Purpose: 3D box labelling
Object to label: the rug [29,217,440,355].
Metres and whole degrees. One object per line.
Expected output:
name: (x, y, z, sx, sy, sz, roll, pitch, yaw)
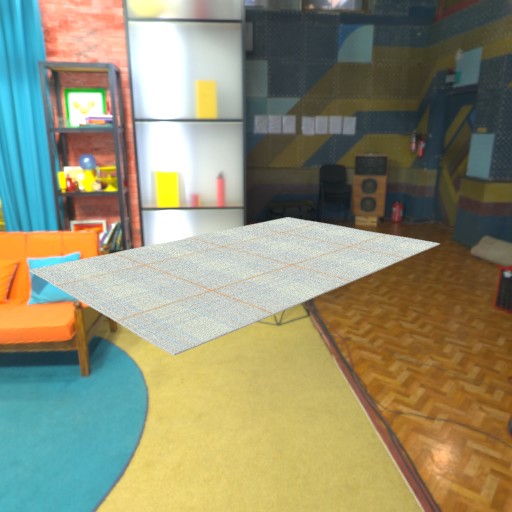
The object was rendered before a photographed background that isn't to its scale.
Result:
rug: (0.000, 0.000, 3.047, 1.527, 0.016, 2.442, 15, 22, 43)
